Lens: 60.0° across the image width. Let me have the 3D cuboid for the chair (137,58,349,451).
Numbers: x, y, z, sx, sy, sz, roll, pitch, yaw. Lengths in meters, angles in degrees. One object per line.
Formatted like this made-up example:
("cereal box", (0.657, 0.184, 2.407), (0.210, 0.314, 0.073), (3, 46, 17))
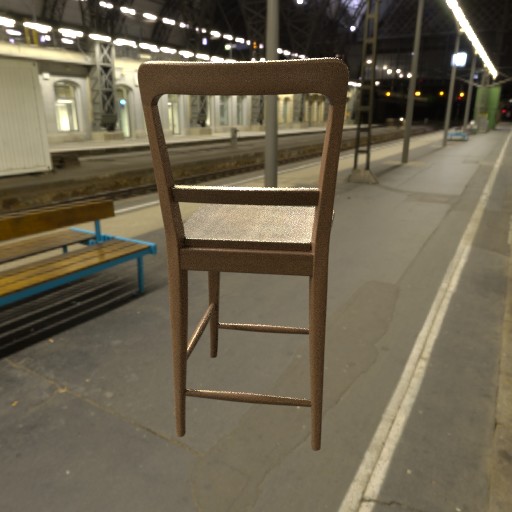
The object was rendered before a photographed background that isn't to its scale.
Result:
("chair", (0.000, 0.000, 1.277), (0.450, 0.991, 0.546), (3, 18, 8))
